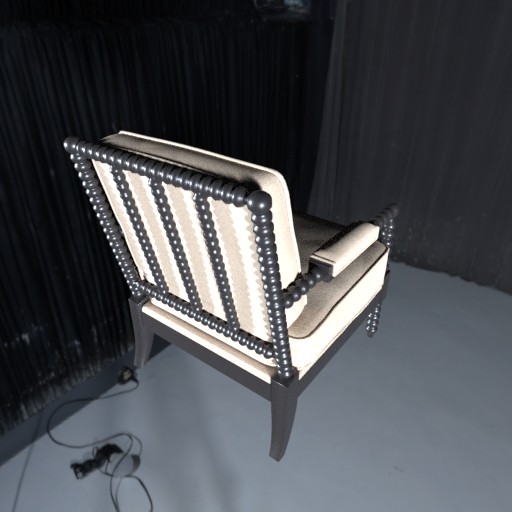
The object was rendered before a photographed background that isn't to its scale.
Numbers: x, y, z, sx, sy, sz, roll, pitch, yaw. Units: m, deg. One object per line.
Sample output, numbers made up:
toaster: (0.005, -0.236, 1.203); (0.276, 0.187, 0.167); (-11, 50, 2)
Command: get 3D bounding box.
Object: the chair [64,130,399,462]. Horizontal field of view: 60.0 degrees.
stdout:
chair: (0.000, 0.000, 1.179); (0.555, 0.703, 0.657); (21, 37, 31)
